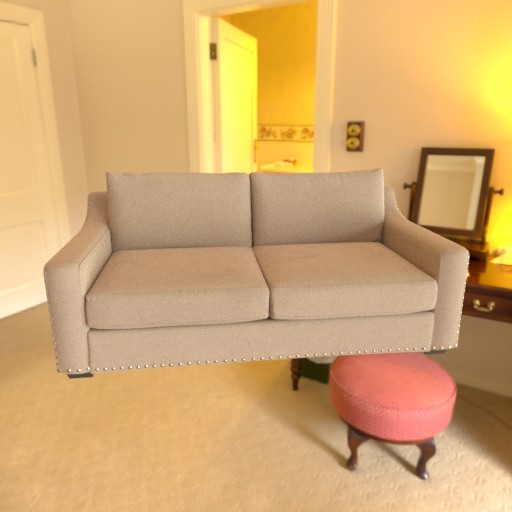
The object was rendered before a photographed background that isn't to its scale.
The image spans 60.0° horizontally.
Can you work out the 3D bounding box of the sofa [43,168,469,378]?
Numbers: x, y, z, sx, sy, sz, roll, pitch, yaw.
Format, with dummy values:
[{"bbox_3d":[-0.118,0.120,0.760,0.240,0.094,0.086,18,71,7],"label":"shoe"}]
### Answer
[{"bbox_3d":[0.000,0.000,2.494,1.967,0.901,1.030,-2,17,-7],"label":"sofa"}]
